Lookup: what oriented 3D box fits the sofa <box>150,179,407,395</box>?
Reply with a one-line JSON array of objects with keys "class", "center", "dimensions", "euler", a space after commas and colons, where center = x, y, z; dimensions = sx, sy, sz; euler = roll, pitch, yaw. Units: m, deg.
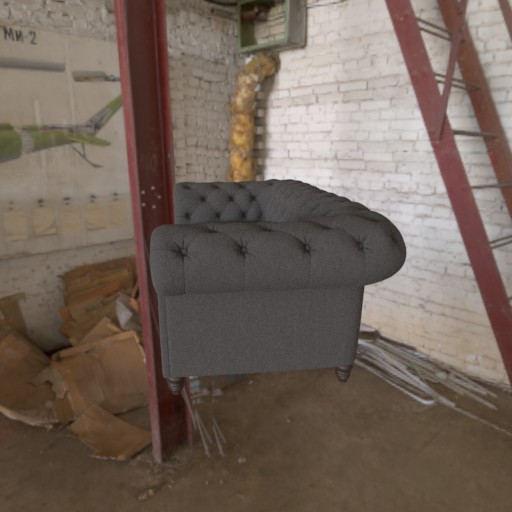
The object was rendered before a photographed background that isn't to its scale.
[{"class": "sofa", "center": [0.000, 0.000, 2.555], "dimensions": [0.986, 0.764, 1.998], "euler": [-2, 15, -7]}]
